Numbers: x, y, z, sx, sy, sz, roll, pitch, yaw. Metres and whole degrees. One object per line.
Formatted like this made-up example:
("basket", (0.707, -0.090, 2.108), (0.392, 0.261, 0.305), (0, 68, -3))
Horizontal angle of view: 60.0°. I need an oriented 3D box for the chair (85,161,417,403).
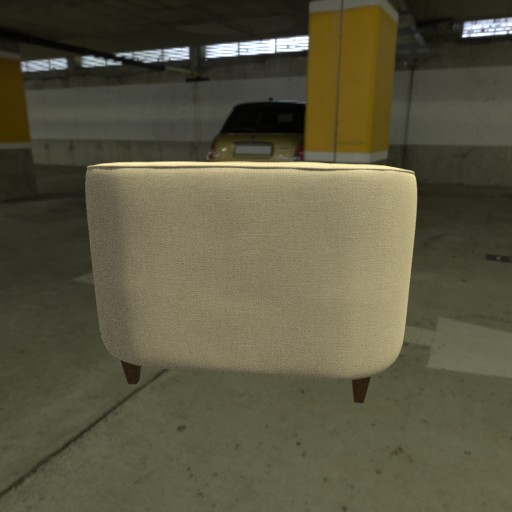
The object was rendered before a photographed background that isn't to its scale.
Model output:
("chair", (0.000, 0.000, 1.760), (1.118, 0.787, 0.914), (2, 16, 8))
